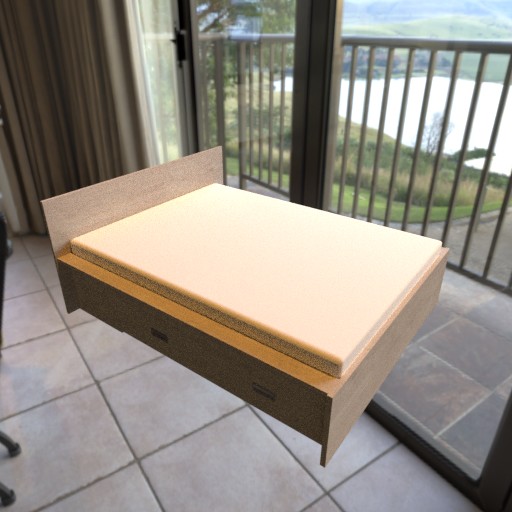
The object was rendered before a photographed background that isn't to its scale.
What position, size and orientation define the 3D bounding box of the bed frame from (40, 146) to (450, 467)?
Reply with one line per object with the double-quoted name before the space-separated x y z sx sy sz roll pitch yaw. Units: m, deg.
"bed frame" 0.000 0.000 2.854 1.960 0.800 1.622 19 34 32
